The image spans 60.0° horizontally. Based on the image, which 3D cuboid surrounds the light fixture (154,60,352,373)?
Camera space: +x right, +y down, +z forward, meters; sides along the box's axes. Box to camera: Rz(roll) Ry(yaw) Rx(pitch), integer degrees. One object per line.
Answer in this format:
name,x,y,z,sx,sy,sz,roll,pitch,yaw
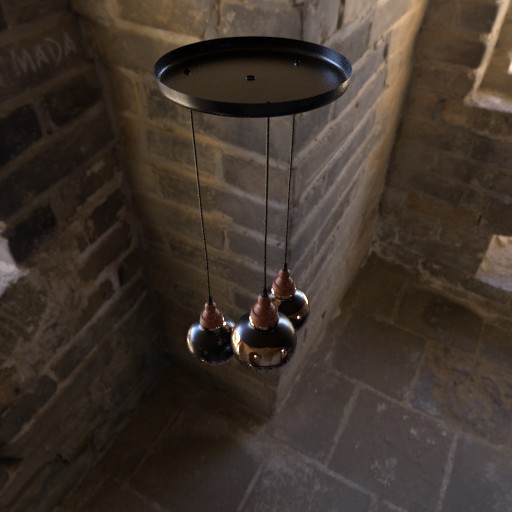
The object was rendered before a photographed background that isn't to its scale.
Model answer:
light fixture,0.000,0.000,1.708,0.608,1.410,0.605,-12,43,-13
